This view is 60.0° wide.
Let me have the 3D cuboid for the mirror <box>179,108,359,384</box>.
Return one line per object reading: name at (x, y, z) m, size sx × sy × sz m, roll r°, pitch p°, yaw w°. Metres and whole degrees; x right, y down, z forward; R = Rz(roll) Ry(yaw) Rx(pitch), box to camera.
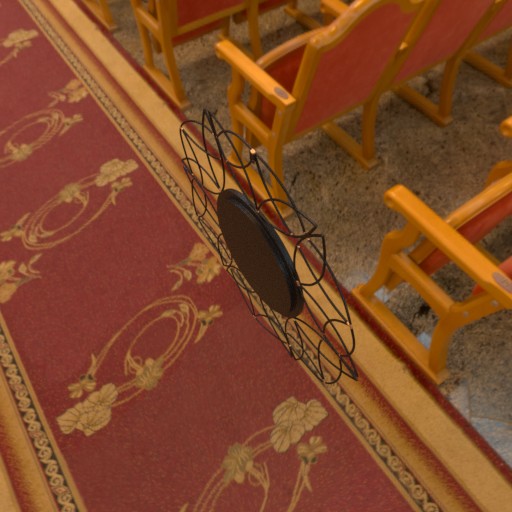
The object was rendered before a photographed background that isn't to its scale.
mirror at (0.000, 0.000, 1.165) m, size 0.028 × 0.775 × 0.797 m, roll -30°, pitch 63°, yaw -17°
